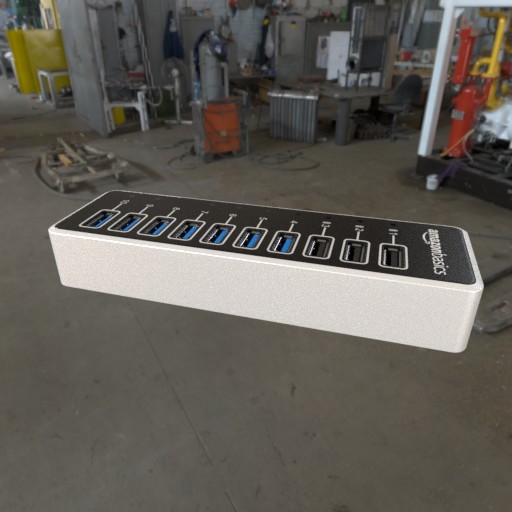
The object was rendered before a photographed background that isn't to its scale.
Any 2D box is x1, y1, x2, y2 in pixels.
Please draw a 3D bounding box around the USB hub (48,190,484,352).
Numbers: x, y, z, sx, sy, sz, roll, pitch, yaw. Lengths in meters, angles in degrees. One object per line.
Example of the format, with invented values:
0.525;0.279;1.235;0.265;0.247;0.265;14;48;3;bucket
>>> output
0.000;0.000;0.163;0.145;0.023;0.044;8;30;14;USB hub
